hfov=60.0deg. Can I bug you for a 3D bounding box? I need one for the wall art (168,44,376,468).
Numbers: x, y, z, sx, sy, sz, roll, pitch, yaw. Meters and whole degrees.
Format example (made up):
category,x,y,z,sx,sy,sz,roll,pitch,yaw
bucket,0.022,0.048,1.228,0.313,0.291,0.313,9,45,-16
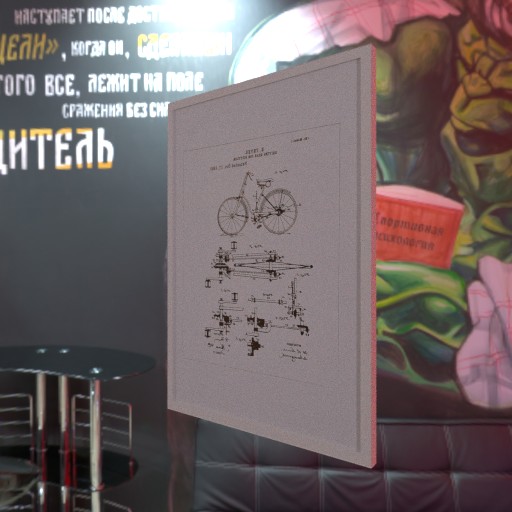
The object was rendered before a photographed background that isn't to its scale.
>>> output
category,x,y,z,sx,sy,sz,roll,pitch,yaw
wall art,0.000,0.000,0.601,0.332,0.477,0.015,0,0,36
